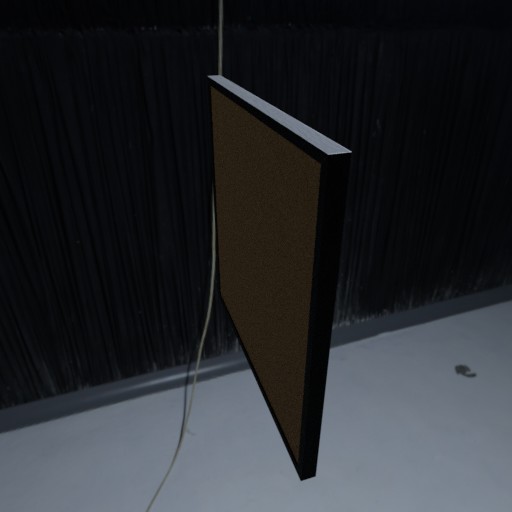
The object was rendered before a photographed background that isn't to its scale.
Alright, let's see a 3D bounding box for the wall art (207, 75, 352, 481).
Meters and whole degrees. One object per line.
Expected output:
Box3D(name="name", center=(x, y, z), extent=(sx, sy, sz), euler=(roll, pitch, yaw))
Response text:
Box3D(name="wall art", center=(0.000, 0.000, 1.135), extent=(0.037, 0.761, 0.761), euler=(-10, 32, -16))
